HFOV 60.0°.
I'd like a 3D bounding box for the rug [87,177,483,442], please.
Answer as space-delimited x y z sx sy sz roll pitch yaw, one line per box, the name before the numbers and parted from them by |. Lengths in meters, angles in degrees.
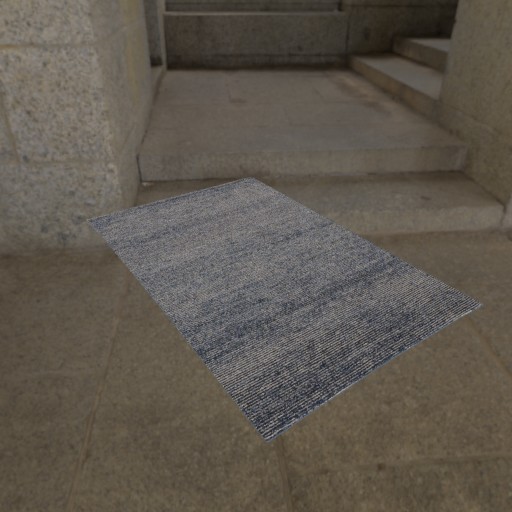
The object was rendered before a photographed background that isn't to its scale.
rug | 0.000 0.000 2.187 1.135 0.010 1.740 -20 37 -29
